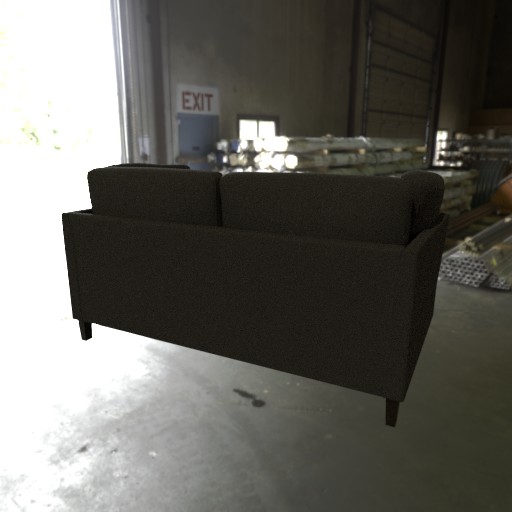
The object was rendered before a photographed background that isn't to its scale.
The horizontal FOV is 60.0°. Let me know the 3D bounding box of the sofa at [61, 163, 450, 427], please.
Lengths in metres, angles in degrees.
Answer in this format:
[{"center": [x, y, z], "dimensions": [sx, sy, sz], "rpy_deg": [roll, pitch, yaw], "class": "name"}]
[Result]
[{"center": [0.000, 0.000, 2.304], "dimensions": [1.751, 0.920, 0.969], "rpy_deg": [7, 16, 26], "class": "sofa"}]
